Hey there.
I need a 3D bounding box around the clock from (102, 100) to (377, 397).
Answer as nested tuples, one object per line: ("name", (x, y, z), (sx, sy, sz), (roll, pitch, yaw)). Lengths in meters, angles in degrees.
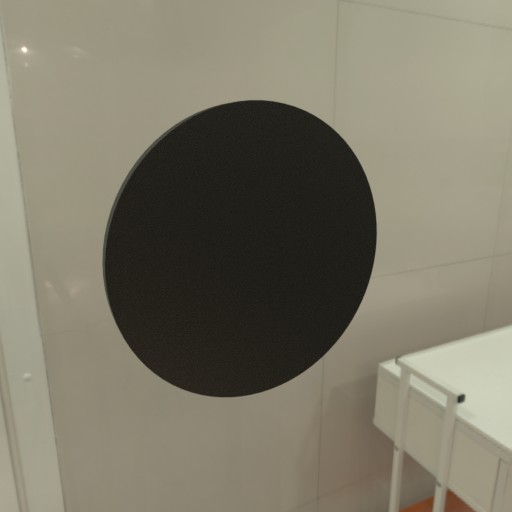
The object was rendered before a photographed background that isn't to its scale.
("clock", (0.000, 0.000, 0.685), (0.454, 0.454, 0.038), (-7, 16, -27))
